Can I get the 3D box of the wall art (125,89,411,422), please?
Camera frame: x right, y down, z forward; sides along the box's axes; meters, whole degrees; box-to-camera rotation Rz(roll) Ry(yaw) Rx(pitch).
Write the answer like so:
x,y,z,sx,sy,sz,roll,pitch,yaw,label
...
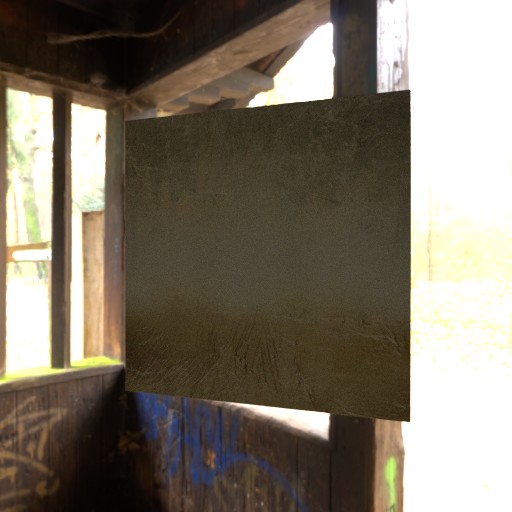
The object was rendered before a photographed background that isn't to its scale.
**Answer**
x,y,z,sx,sy,sz,roll,pitch,yaw,label
0.000,0.000,0.924,0.610,0.610,0.038,0,0,18,wall art
